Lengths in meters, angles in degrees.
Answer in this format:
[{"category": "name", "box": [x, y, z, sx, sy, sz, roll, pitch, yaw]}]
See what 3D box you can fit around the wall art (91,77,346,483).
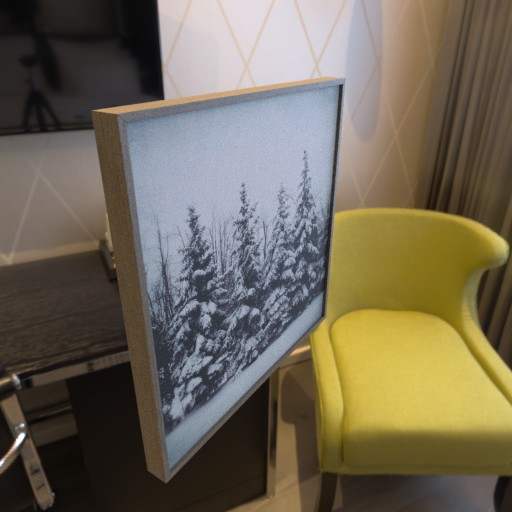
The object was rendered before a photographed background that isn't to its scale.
[{"category": "wall art", "box": [0.000, 0.000, 0.717, 0.037, 0.507, 0.507, 17, 31, 31]}]
